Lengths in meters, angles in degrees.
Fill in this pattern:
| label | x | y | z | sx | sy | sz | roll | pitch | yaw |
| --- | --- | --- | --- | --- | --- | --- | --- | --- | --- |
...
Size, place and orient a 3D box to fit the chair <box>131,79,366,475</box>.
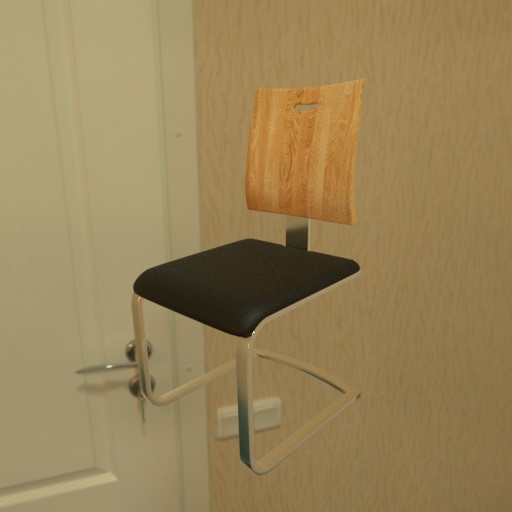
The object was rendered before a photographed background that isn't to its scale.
| label | x | y | z | sx | sy | sz | roll | pitch | yaw |
| --- | --- | --- | --- | --- | --- | --- | --- | --- | --- |
| chair | 0.000 | 0.000 | 1.245 | 0.462 | 0.936 | 0.560 | 14 | 21 | 41 |
